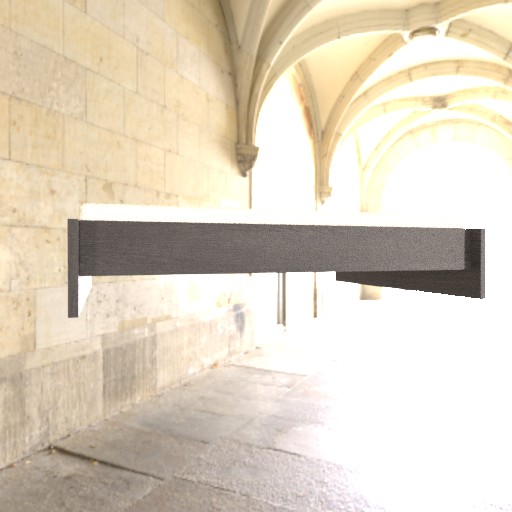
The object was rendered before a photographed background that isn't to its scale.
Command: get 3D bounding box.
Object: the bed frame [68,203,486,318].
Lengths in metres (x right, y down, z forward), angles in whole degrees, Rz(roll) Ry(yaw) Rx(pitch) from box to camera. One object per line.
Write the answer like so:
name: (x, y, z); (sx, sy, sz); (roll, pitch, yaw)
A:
bed frame: (0.000, 0.000, 2.629); (1.950, 0.432, 1.490); (0, 1, -19)
